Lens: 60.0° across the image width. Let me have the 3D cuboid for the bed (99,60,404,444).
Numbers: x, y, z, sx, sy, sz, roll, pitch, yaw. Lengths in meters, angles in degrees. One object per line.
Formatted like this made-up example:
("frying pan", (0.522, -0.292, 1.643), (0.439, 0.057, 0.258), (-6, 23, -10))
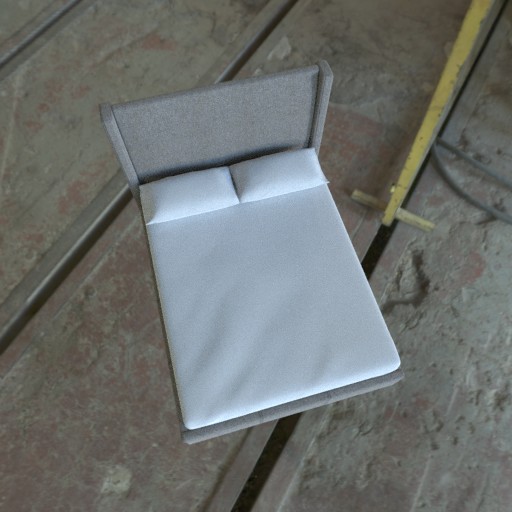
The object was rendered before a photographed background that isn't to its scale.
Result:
("bed", (0.000, 0.000, 3.422), (1.714, 1.481, 2.245), (-14, 64, -7))
